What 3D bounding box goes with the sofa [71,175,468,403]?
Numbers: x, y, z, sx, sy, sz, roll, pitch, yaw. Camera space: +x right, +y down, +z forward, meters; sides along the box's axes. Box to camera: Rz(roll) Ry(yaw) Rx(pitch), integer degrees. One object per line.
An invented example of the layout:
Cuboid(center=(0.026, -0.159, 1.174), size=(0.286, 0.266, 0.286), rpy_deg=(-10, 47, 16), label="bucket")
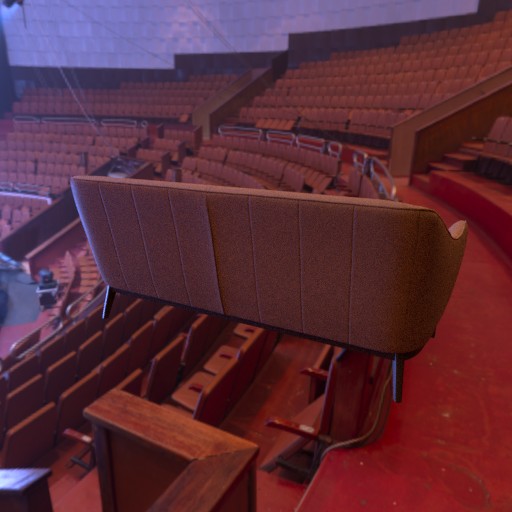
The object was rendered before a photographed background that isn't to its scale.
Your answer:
Cuboid(center=(0.000, 0.000, 2.316), size=(1.928, 0.830, 0.869), rpy_deg=(9, 20, 27), label="sofa")
